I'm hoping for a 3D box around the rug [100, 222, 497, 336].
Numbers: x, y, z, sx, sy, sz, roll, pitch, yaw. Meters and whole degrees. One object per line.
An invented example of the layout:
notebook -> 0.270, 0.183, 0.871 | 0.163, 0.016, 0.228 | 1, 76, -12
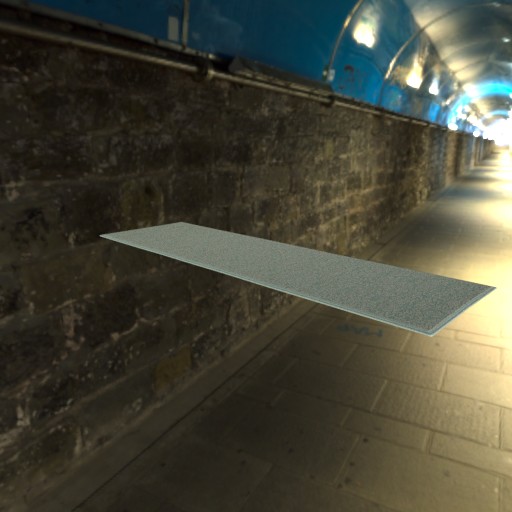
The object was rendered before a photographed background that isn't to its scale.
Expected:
rug -> 0.000, 0.000, 2.379 | 2.196, 0.011, 0.662 | 14, 20, 42
